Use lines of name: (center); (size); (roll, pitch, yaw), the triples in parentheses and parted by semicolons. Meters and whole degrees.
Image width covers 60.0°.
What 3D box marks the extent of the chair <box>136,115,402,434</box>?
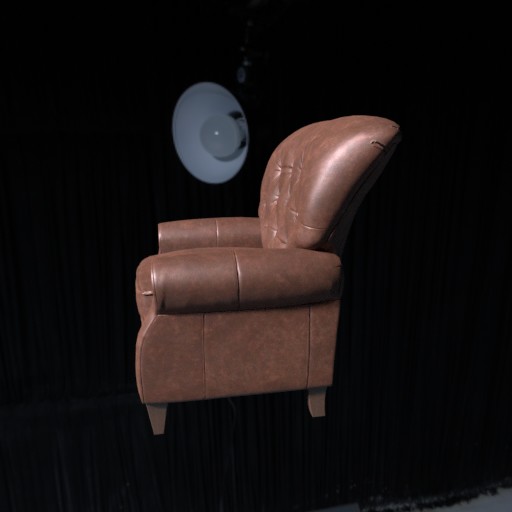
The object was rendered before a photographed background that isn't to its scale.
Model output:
chair: (0.000, 0.000, 1.946); (1.031, 1.162, 0.979); (-2, 14, -10)
